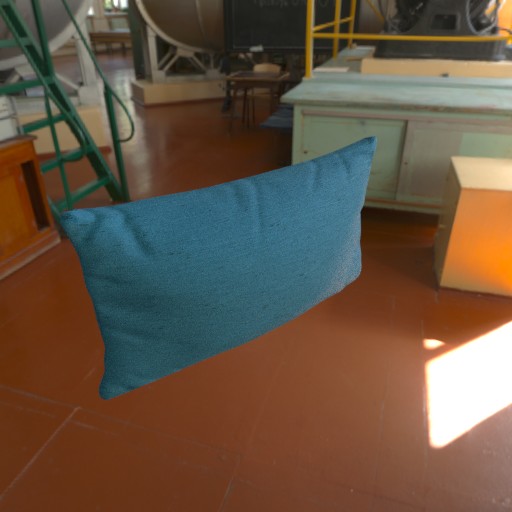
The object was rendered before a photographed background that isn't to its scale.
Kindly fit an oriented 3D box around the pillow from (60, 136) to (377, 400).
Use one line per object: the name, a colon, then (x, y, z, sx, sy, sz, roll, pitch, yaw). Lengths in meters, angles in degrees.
pillow: (0.000, 0.000, 0.811, 0.633, 0.338, 0.210, -21, 36, -32)
